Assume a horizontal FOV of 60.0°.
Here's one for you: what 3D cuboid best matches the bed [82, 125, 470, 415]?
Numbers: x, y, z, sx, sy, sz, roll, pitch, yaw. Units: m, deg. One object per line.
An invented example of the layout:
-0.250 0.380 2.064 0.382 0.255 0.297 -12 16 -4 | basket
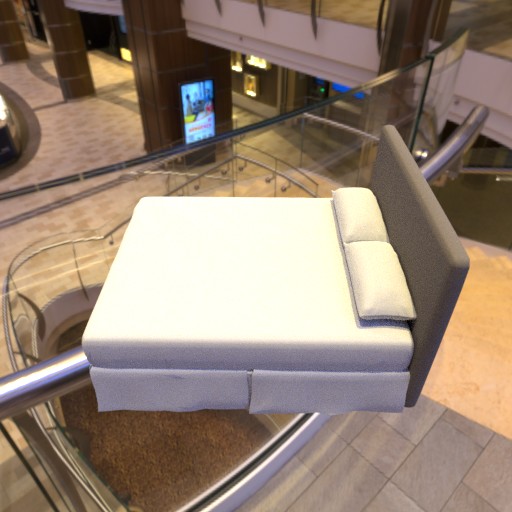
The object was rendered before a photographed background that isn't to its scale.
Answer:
0.000 0.000 3.196 2.142 1.330 1.748 1 39 1 | bed
